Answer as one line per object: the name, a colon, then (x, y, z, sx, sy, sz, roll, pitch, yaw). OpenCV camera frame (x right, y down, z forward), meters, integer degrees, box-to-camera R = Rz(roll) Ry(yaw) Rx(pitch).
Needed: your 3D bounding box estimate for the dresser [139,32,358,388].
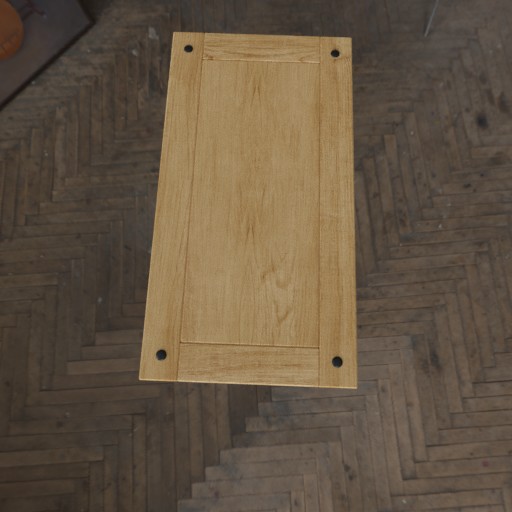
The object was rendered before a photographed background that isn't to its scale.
dresser: (0.000, 0.000, 1.717, 0.485, 1.300, 0.915, 2, 76, 1)
